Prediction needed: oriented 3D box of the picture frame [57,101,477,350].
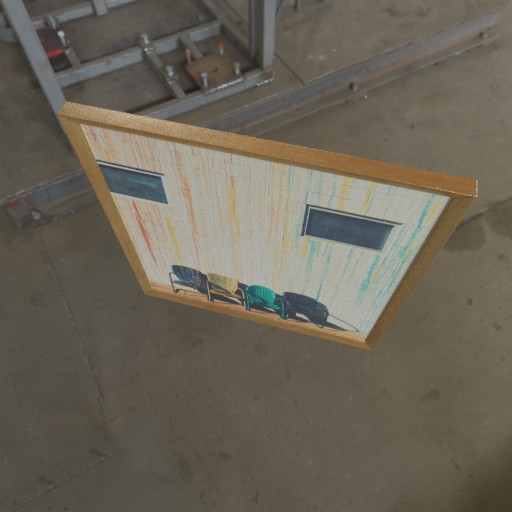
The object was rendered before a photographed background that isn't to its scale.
[{"bbox_3d":[0.000,0.000,1.110,0.758,0.761,0.037,13,60,8],"label":"picture frame"}]
